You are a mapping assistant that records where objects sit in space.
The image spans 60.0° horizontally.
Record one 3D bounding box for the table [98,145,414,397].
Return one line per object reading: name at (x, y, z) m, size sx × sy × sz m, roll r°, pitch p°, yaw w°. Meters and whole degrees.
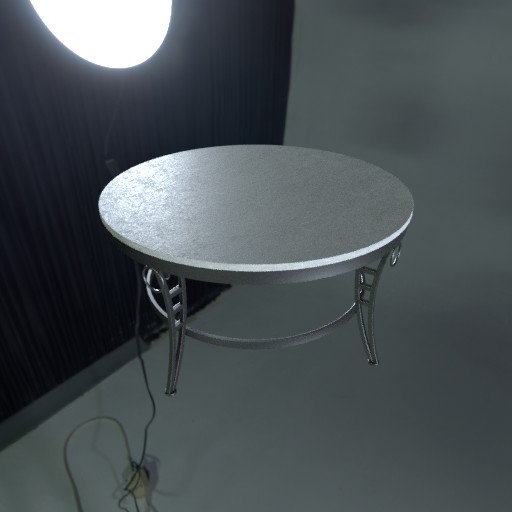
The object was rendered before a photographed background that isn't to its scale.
table at (0.000, 0.000, 1.425) m, size 0.889 × 0.470 × 0.889 m, roll 0°, pitch 30°, yaw 0°
